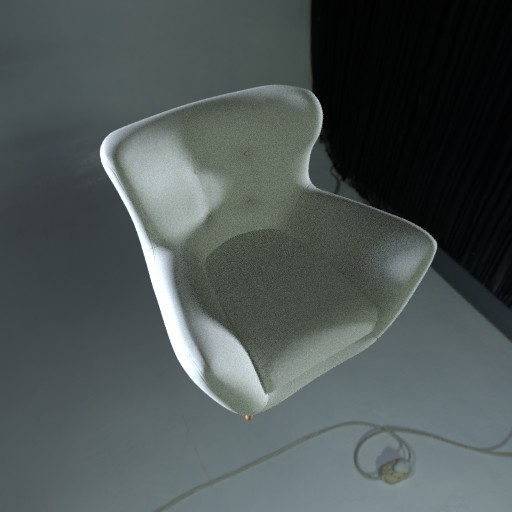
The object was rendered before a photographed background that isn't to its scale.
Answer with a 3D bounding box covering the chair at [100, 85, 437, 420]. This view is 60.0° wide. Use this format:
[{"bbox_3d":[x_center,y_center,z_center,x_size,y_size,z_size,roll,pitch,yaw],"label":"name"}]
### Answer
[{"bbox_3d":[0.000,0.000,1.629,0.890,0.889,0.889,-25,51,-22],"label":"chair"}]
